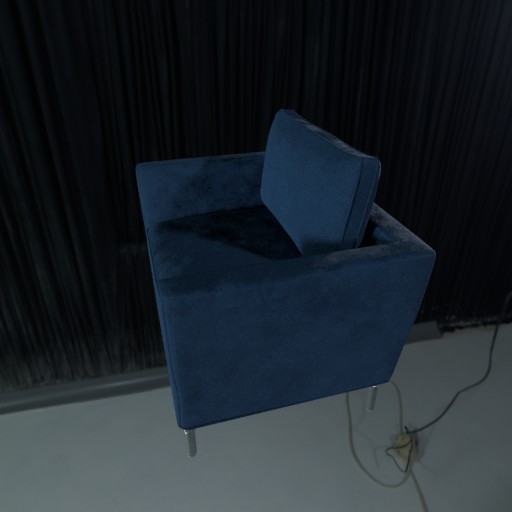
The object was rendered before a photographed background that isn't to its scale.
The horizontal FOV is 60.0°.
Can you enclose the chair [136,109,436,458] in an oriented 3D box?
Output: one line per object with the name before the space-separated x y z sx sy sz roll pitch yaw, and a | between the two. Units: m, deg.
chair | 0.000 0.000 1.600 0.746 0.893 0.977 -8 32 -14
